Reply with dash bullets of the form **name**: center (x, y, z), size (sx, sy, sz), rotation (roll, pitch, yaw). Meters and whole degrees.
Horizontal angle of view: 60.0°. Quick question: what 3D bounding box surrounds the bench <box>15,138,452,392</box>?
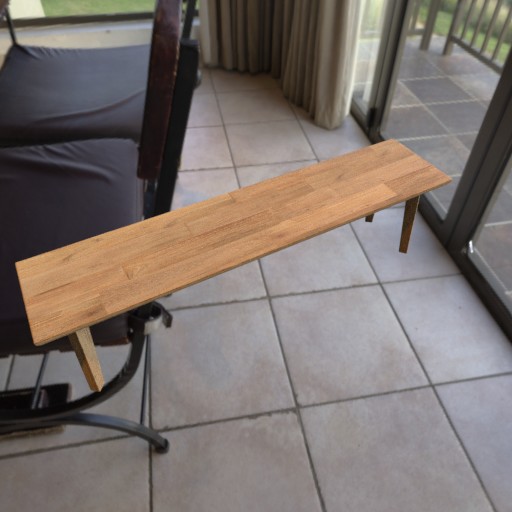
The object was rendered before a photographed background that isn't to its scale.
- **bench**: center (0.000, 0.000, 1.859), size (1.698, 0.431, 0.378), rotation (-21, 49, -20)
